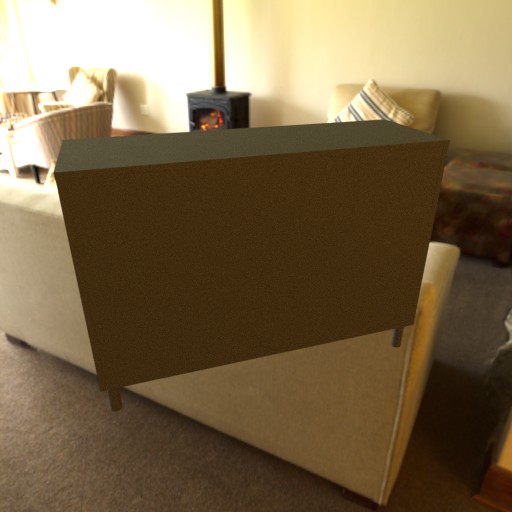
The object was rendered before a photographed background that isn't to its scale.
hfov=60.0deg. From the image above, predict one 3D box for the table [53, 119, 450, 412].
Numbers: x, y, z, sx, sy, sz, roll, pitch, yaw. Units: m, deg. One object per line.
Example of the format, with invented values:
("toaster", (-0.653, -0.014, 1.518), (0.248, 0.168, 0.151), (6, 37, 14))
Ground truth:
("table", (0.000, 0.000, 1.642), (1.200, 0.855, 0.400), (-8, 28, -16))
